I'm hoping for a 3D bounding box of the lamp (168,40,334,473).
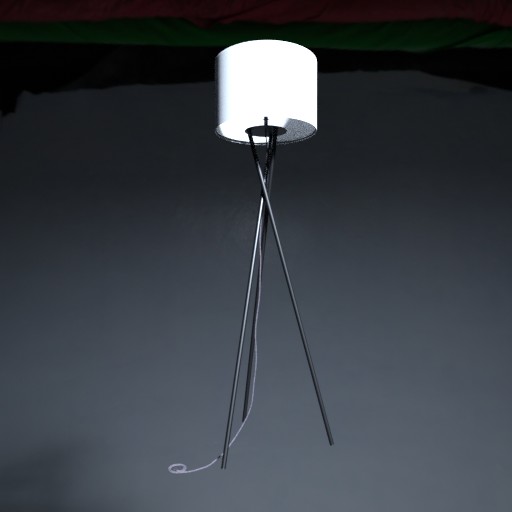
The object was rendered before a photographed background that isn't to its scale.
[{"bbox_3d":[0.000,0.000,1.908,0.667,1.624,0.522,0,0,0],"label":"lamp"}]
